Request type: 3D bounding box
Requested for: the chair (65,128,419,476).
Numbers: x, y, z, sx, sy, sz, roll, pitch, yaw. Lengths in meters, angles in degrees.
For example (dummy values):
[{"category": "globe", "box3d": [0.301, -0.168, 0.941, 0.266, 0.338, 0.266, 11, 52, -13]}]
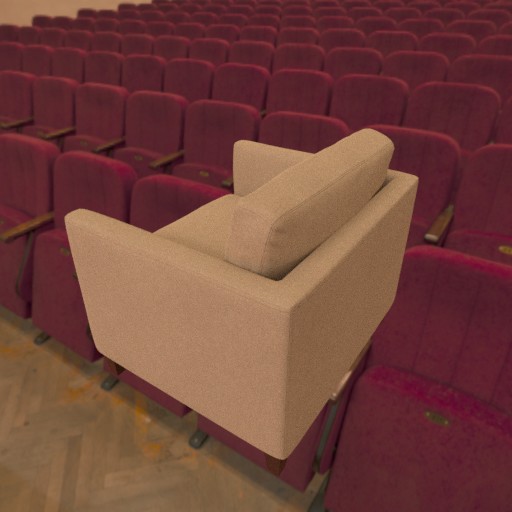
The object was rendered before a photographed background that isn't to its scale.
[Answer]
[{"category": "chair", "box3d": [0.000, 0.000, 1.834, 0.959, 0.961, 1.107, 20, 37, 29]}]
